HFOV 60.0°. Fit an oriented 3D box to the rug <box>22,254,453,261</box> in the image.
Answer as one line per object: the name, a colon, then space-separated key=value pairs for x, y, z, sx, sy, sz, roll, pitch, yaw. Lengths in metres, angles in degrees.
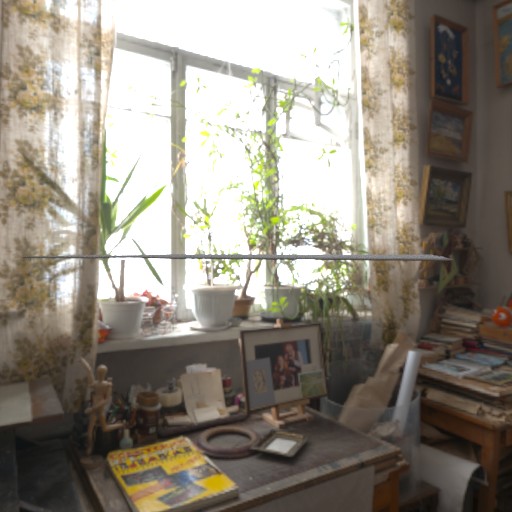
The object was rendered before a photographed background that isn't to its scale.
rug: x=0.000 y=0.000 z=4.356 sx=3.359 sy=0.020 sz=2.448 roll=0 pitch=1 yaw=19
